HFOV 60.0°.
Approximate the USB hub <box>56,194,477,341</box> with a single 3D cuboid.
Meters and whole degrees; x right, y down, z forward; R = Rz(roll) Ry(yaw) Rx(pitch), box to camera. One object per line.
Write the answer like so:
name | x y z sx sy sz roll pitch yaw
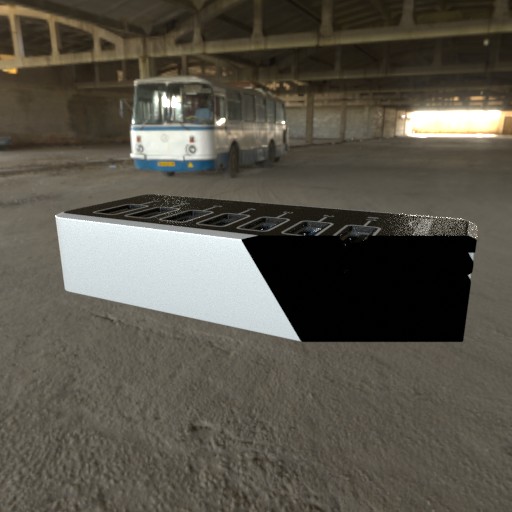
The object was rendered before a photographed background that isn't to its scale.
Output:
USB hub | 0.000 0.000 0.125 0.110 0.023 0.044 8 18 25
